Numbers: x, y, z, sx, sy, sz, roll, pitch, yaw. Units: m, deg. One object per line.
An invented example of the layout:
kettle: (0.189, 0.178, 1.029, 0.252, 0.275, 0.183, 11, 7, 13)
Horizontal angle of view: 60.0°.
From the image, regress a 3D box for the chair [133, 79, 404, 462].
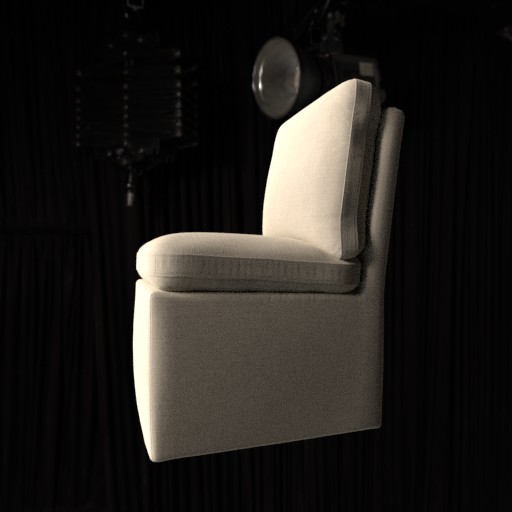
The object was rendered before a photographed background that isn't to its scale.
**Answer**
chair: (0.000, 0.000, 1.309, 0.698, 0.927, 0.503, 0, 1, -19)
